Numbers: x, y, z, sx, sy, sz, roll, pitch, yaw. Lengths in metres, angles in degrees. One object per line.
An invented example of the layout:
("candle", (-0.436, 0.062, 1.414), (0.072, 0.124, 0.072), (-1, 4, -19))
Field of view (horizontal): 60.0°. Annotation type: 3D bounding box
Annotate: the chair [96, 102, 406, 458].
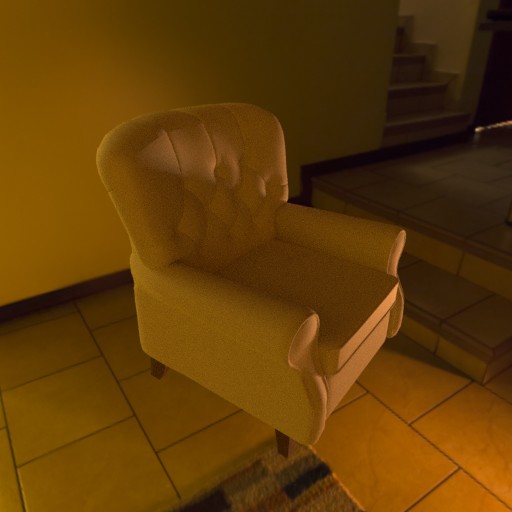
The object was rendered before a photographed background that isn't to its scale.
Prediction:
("chair", (0.000, 0.000, 1.956), (1.132, 1.169, 1.035), (19, 33, 32))
